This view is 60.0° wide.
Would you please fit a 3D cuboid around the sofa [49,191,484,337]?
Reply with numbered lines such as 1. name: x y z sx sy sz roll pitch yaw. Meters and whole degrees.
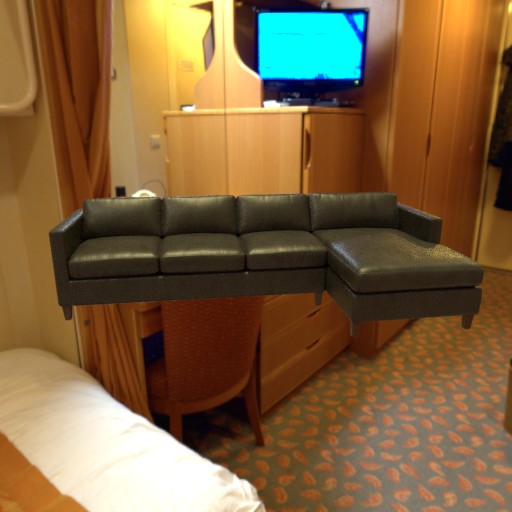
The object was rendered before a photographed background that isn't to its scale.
1. sofa: 0.000 0.000 3.767 3.203 0.883 1.581 -2 17 -8
